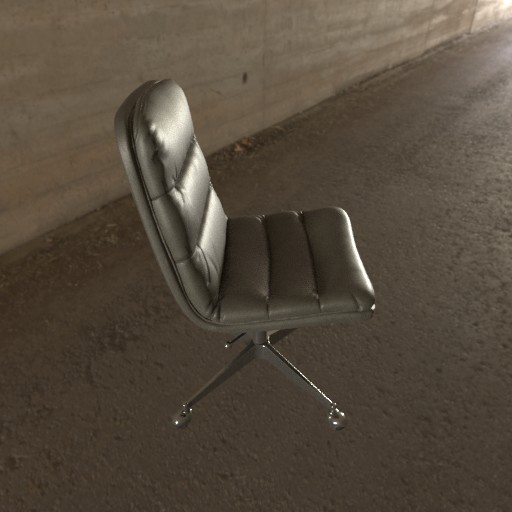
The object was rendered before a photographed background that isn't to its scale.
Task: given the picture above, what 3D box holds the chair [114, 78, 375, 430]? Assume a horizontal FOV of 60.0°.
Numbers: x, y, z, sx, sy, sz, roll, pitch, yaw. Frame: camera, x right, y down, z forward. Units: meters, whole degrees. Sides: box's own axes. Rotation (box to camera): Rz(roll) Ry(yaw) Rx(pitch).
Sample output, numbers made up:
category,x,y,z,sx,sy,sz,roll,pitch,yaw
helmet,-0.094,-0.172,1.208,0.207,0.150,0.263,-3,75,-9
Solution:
category,x,y,z,sx,sy,sz,roll,pitch,yaw
chair,0.000,0.000,1.030,0.485,0.738,0.422,0,33,0
